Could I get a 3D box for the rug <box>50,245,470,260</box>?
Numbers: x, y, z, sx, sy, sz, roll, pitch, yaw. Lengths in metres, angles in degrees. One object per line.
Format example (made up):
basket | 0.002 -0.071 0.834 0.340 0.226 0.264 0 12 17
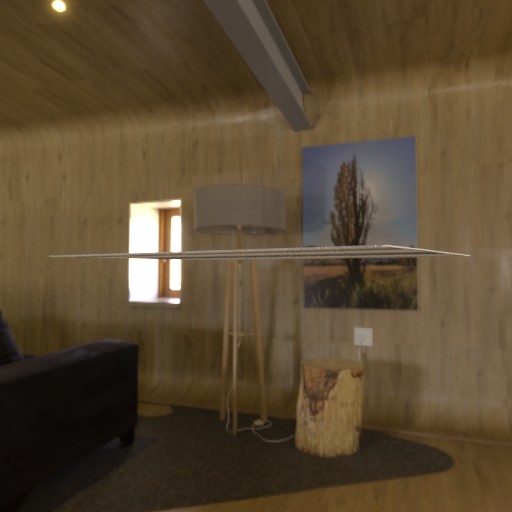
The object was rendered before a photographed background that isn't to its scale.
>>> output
rug | 0.000 0.000 2.331 1.854 0.006 1.234 -1 -2 36
